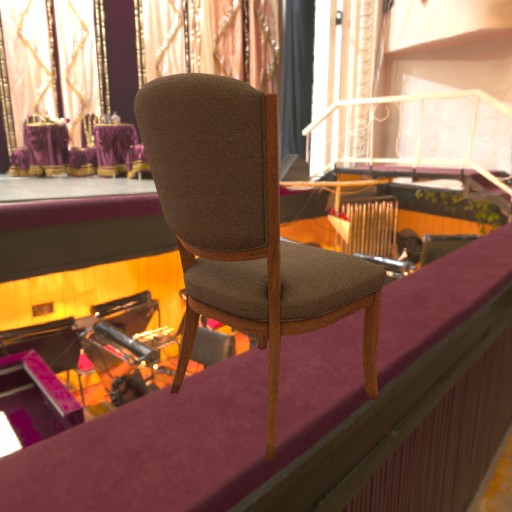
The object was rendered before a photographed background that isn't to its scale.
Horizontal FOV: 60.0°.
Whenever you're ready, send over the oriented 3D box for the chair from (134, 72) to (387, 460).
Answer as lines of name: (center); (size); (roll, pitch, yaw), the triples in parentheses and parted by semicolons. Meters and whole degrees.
chair: (0.000, 0.000, 1.255); (0.584, 0.905, 0.513); (-13, 18, -43)
